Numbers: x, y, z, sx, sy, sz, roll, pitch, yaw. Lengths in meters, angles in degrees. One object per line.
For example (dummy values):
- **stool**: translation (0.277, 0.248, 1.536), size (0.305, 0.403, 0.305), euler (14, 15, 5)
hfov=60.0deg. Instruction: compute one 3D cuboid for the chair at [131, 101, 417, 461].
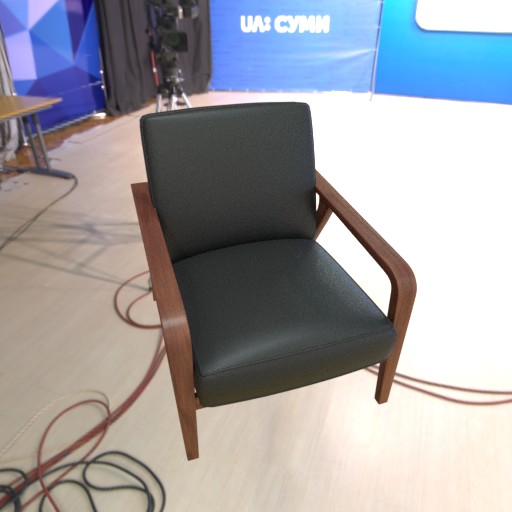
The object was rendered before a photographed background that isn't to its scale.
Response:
- **chair**: translation (0.000, 0.000, 1.505), size (0.719, 0.861, 0.889), euler (-10, 34, -15)
